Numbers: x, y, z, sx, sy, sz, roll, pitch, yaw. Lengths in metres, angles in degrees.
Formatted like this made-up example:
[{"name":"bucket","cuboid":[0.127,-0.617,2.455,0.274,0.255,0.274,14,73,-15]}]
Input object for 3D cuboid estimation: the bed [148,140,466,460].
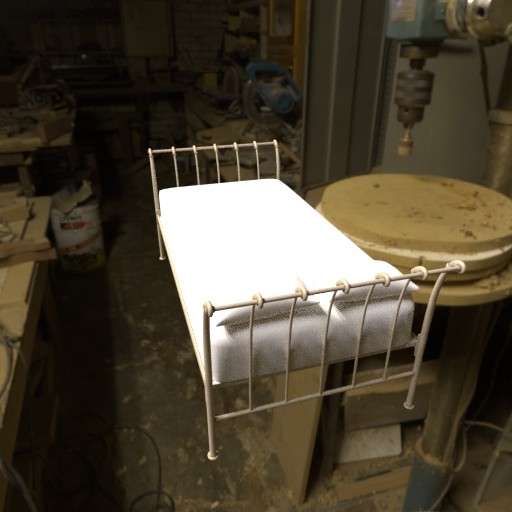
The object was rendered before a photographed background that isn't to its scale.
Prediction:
[{"name":"bed","cuboid":[0.000,0.000,2.690,1.032,0.873,2.228,-8,28,-15]}]
